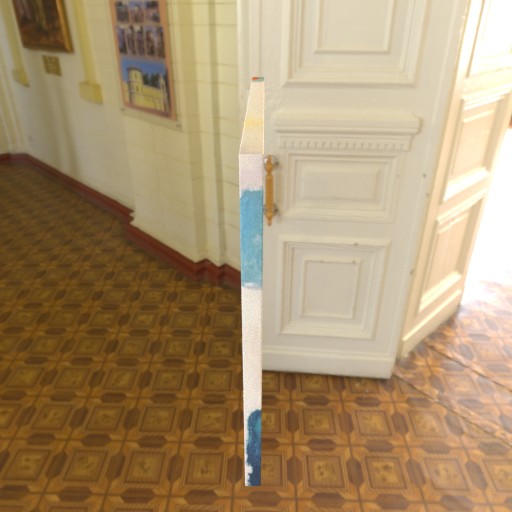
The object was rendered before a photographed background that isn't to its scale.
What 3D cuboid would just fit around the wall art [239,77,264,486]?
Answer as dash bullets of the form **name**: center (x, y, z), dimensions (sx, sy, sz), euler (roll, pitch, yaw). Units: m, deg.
- **wall art**: center (0.000, 0.000, 1.220), dimensions (0.037, 0.814, 0.814), euler (0, 30, 1)
